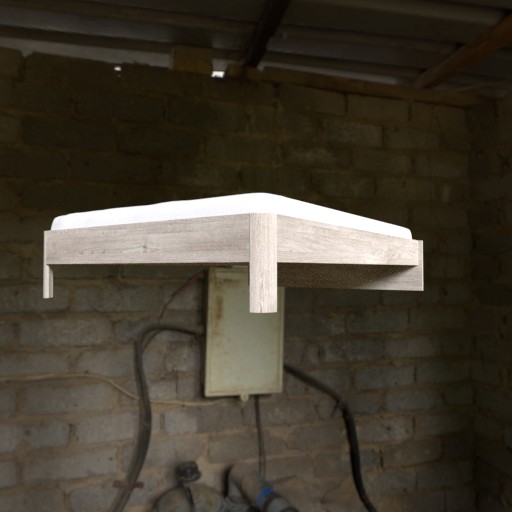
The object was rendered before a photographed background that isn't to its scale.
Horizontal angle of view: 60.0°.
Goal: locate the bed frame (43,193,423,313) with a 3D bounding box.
[{"bbox_3d":[0.000,0.000,2.729,1.490,0.462,1.950,-1,-2,35],"label":"bed frame"}]
